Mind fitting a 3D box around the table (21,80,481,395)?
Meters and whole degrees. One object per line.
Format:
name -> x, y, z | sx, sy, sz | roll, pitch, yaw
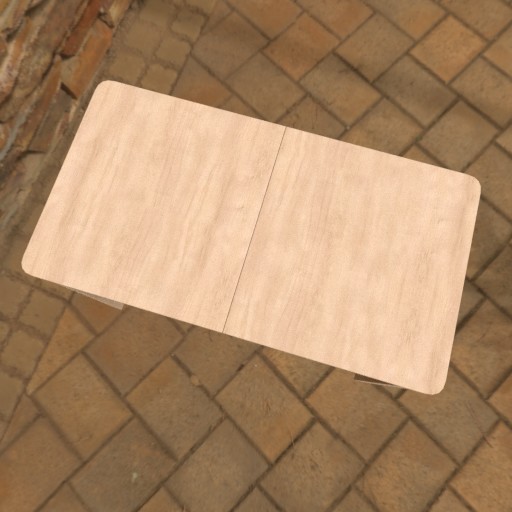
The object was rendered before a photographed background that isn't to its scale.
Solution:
table -> 0.000, 0.000, 1.914 | 1.400, 0.900, 0.750 | 16, 77, 4
